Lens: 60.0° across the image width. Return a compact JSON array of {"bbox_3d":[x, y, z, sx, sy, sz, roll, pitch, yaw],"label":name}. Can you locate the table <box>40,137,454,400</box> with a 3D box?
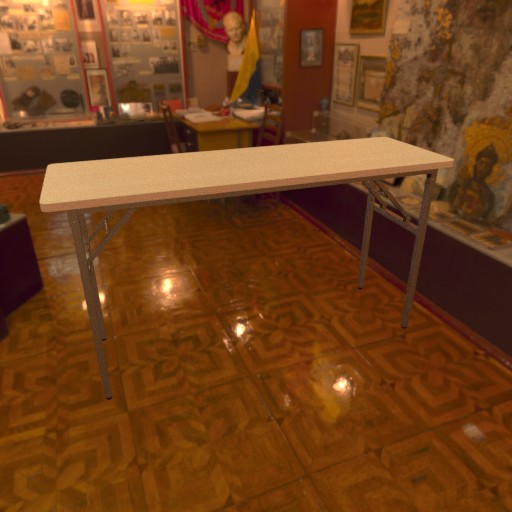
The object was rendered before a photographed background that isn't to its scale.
[{"bbox_3d":[0.000,0.000,1.750,1.397,0.750,0.446,-9,28,-18],"label":"table"}]
